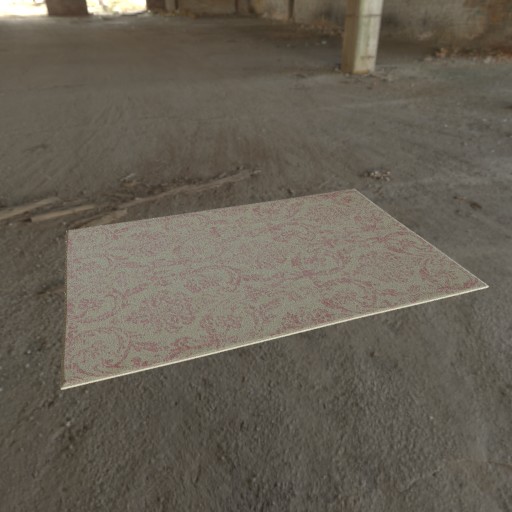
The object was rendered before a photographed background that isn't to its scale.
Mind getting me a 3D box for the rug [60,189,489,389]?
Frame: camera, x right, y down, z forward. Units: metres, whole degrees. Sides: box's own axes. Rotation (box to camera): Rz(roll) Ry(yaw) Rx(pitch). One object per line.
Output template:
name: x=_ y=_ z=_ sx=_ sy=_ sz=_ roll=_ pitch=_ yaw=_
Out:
rug: x=0.000 y=0.000 z=3.377 sx=2.746 sy=0.018 sz=1.819 roll=-10 pitch=33 yaw=-16
